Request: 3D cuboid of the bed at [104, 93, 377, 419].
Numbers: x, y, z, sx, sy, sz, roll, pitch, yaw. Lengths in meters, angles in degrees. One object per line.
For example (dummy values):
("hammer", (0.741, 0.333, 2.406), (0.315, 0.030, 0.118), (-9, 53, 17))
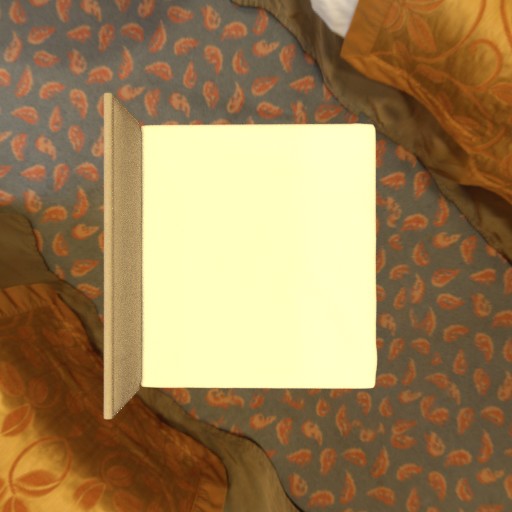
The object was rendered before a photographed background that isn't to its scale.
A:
("bed", (0.000, 0.000, 3.463), (1.914, 1.346, 2.170), (0, 90, 1))
